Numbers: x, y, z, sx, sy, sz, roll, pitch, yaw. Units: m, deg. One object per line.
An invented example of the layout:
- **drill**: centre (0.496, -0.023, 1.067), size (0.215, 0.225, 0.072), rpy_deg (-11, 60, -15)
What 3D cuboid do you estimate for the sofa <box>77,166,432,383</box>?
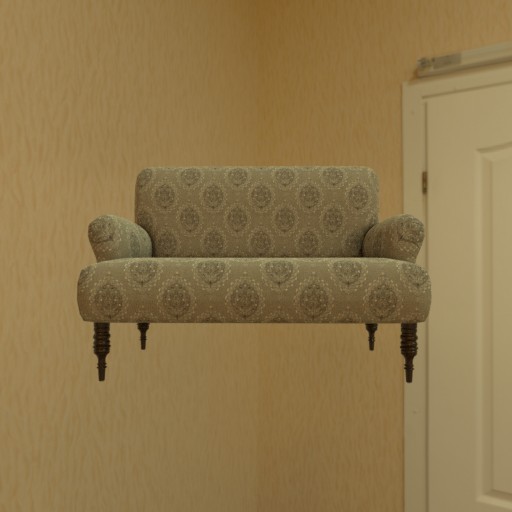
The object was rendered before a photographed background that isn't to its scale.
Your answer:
- **sofa**: centre (0.000, 0.000, 1.860), size (1.297, 0.889, 0.779), rpy_deg (0, 0, 1)
